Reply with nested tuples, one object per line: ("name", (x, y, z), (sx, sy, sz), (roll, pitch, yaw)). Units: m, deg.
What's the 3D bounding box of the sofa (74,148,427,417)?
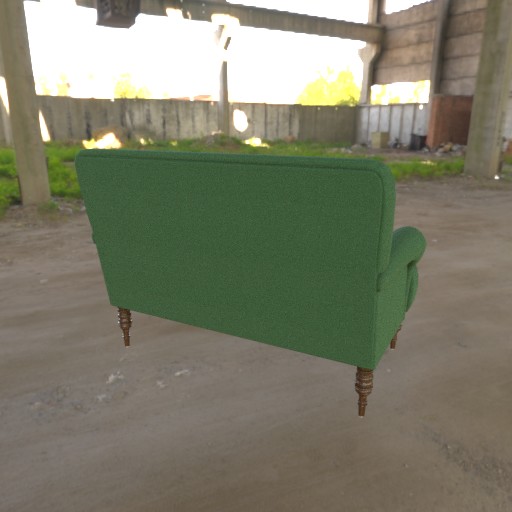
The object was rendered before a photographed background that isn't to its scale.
("sofa", (0.000, 0.000, 1.862), (1.297, 0.889, 0.779), (9, 19, 26))
